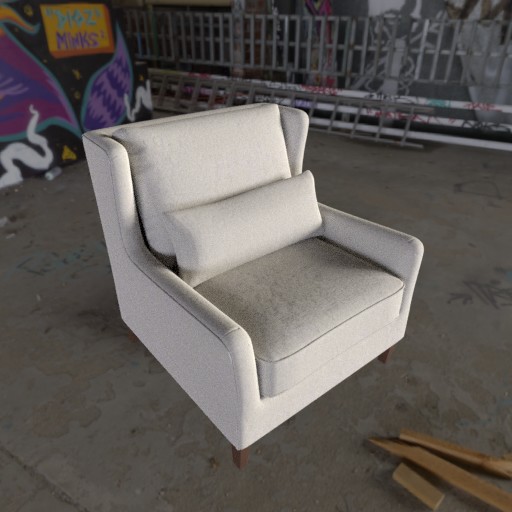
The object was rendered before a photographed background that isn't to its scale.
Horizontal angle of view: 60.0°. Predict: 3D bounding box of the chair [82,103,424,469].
[{"bbox_3d":[0.000,0.000,1.872,0.982,1.056,1.040,-22,37,-33],"label":"chair"}]
